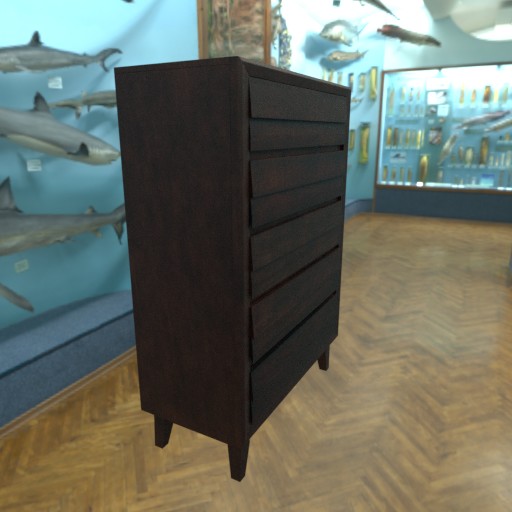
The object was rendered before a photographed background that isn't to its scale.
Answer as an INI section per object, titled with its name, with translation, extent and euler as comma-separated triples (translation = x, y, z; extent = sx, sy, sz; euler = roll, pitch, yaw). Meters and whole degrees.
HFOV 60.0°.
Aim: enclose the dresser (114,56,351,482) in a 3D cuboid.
[dresser]
translation = 0.000, 0.000, 2.033
extent = 0.506, 1.514, 1.072
euler = 8, 18, 28
